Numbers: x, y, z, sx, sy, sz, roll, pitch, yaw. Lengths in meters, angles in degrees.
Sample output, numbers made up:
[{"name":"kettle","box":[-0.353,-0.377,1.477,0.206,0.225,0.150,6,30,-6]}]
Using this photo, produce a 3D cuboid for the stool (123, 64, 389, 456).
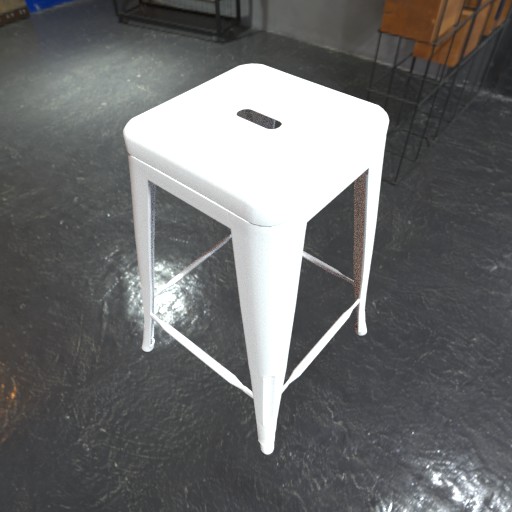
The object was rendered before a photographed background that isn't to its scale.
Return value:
[{"name":"stool","box":[0.000,0.000,0.888,0.406,0.610,0.406,31,54,26]}]
